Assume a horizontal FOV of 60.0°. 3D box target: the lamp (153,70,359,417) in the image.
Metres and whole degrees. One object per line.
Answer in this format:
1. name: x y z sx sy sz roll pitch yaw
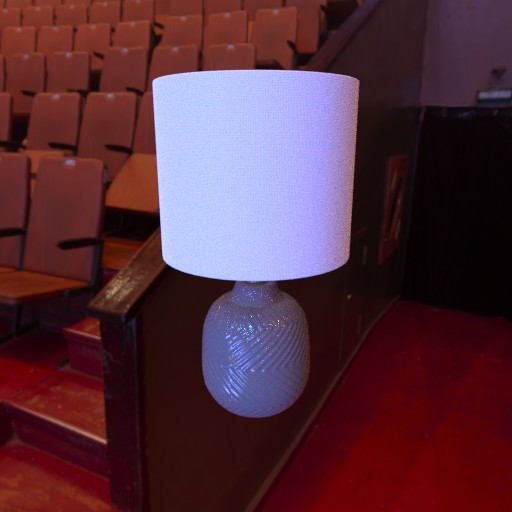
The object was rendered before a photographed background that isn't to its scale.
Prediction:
1. lamp: 0.000 0.000 0.502 0.207 0.366 0.207 7 17 25
